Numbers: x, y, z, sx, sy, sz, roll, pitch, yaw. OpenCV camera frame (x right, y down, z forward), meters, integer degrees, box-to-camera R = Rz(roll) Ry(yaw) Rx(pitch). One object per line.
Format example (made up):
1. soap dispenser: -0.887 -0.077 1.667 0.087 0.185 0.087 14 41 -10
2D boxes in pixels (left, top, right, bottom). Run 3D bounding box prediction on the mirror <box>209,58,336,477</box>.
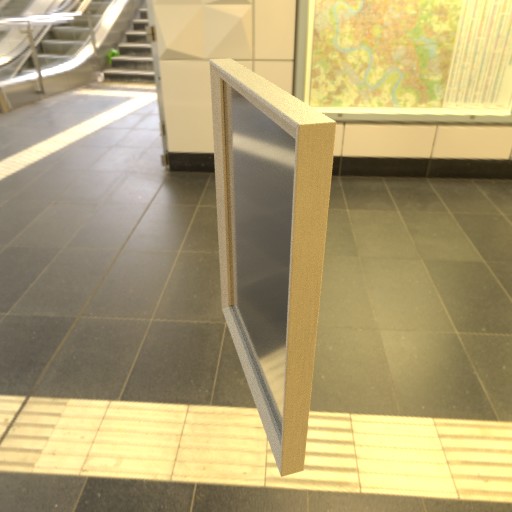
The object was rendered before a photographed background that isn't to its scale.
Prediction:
1. mirror: 0.000 0.000 0.683 0.041 0.509 0.406 -8 32 -14
